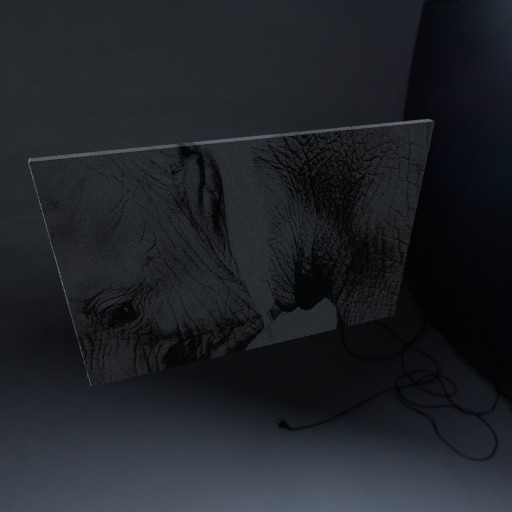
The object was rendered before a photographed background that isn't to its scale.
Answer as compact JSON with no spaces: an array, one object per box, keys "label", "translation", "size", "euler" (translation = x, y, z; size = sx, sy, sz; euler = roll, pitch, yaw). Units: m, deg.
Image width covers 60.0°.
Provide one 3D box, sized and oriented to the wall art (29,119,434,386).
[{"label":"wall art","translation":[0.000,0.000,1.128],"size":[0.914,0.607,0.023],"euler":[-10,33,-16]}]
